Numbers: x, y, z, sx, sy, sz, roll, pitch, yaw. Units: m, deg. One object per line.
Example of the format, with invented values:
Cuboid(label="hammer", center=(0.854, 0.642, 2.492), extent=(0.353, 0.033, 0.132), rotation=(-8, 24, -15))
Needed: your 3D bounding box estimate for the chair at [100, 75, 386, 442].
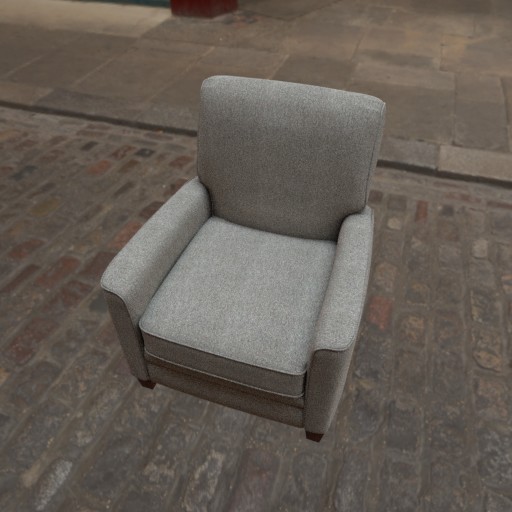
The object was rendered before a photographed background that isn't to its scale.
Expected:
Cuboid(label="chair", center=(0.000, 0.000, 1.658), extent=(0.841, 1.028, 0.858), rotation=(13, 45, 13))
